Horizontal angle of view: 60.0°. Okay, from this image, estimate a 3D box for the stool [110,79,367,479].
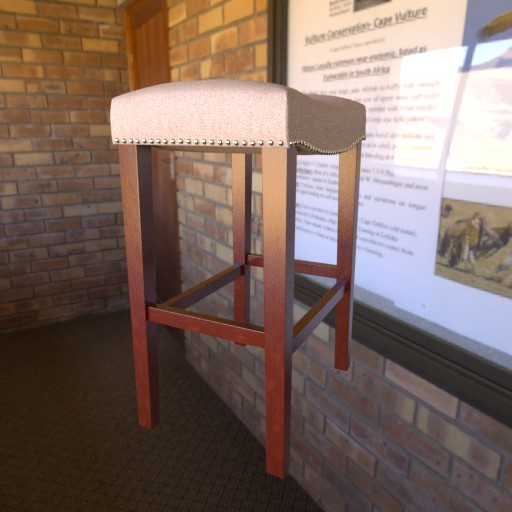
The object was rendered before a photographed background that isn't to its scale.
[{"bbox_3d":[0.000,0.000,1.048,0.372,0.742,0.504,8,18,26],"label":"stool"}]
